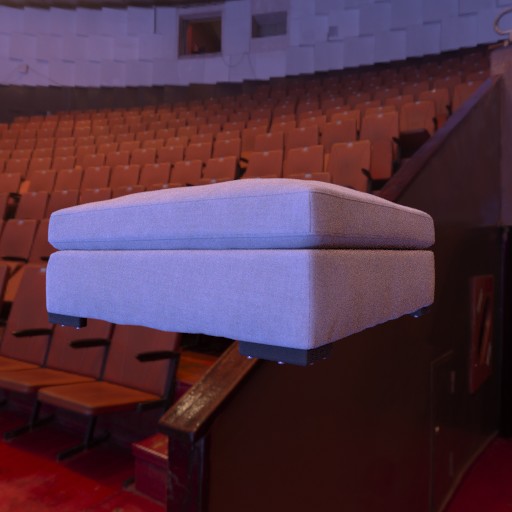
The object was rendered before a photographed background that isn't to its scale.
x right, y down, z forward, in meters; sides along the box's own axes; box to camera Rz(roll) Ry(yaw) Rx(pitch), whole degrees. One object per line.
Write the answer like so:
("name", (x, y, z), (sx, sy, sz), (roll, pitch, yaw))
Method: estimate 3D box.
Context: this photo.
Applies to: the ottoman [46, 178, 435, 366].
("ottoman", (0.000, 0.000, 1.825), (1.171, 0.517, 1.203), (0, 1, 35))
